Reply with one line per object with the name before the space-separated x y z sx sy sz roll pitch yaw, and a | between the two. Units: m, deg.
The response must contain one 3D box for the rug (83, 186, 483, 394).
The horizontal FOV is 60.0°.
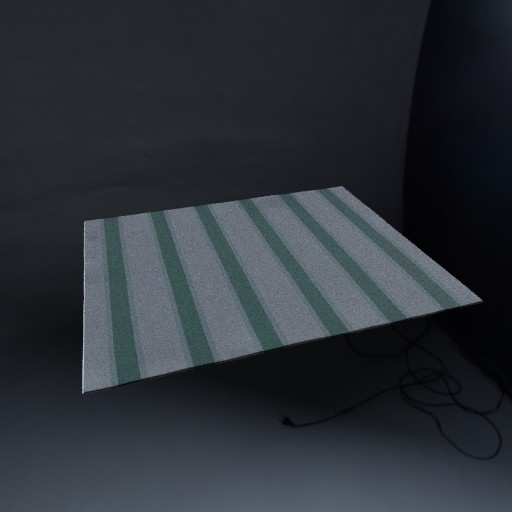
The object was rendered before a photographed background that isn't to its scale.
rug | 0.000 0.000 4.120 3.041 0.019 2.434 -10 33 -15
